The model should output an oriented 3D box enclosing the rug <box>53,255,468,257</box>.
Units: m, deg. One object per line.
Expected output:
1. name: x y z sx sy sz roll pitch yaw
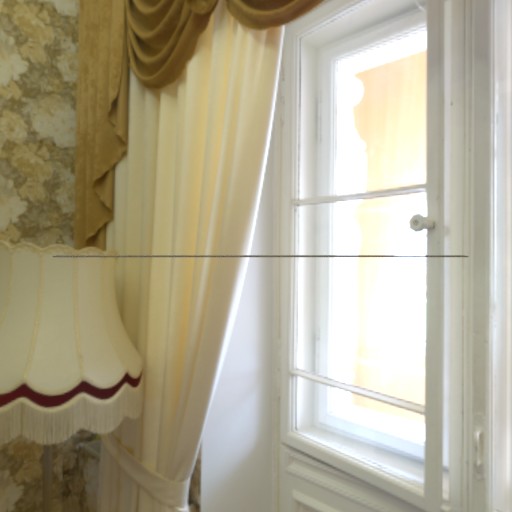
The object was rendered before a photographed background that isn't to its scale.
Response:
1. rug: 0.000 0.000 3.999 2.363 0.012 2.980 0 0 -2
